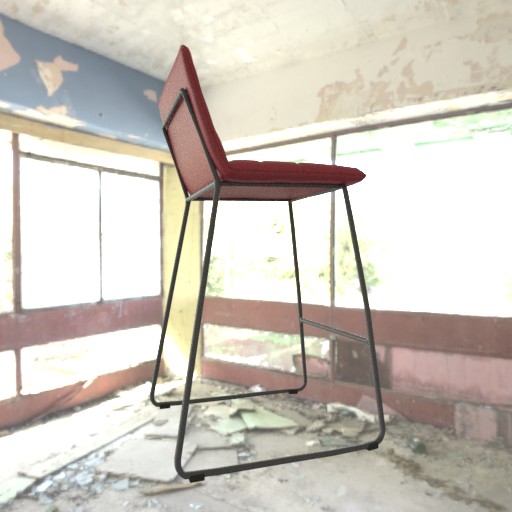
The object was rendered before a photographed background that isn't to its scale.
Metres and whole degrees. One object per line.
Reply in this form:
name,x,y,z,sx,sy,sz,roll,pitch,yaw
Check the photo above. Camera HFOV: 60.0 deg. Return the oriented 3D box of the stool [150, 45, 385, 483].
stool,0.000,0.000,1.221,0.524,0.937,0.489,0,0,-20
